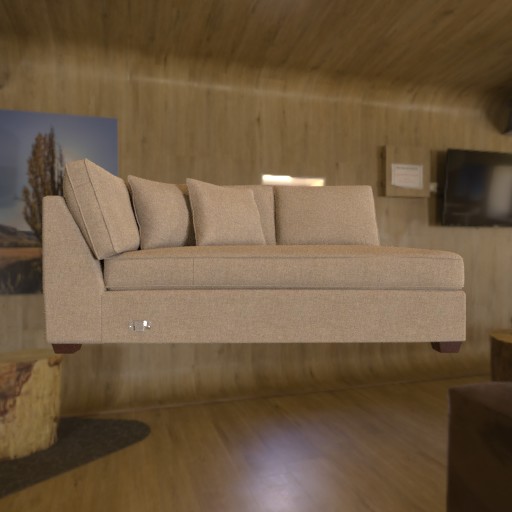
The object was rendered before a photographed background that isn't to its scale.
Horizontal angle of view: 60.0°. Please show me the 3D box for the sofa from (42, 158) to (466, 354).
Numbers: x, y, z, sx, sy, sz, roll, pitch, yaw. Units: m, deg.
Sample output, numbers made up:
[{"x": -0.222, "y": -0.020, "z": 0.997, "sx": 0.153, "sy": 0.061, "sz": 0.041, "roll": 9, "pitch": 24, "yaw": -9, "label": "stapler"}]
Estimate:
[{"x": 0.000, "y": 0.000, "z": 2.813, "sx": 2.238, "sy": 1.019, "sz": 1.110, "roll": 0, "pitch": 1, "yaw": -1, "label": "sofa"}]
